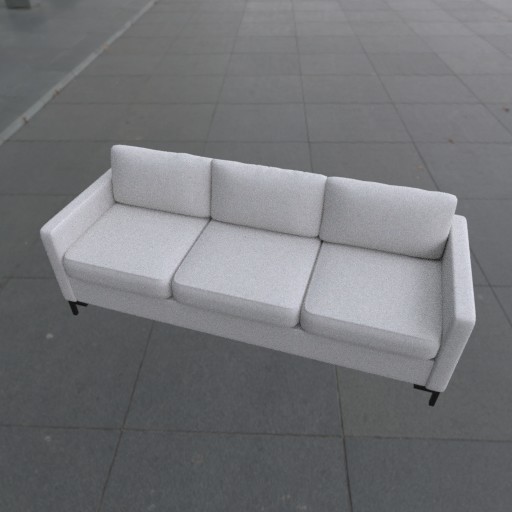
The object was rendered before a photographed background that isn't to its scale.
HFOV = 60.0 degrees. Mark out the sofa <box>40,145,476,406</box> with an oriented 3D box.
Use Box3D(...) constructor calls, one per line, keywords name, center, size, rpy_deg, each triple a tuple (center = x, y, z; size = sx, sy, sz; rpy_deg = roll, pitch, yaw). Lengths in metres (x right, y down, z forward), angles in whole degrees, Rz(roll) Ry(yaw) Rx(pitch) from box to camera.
Box3D(name="sofa", center=(0.000, 0.000, 2.569), size=(2.218, 0.874, 0.859), rpy_deg=(11, 41, 13))
